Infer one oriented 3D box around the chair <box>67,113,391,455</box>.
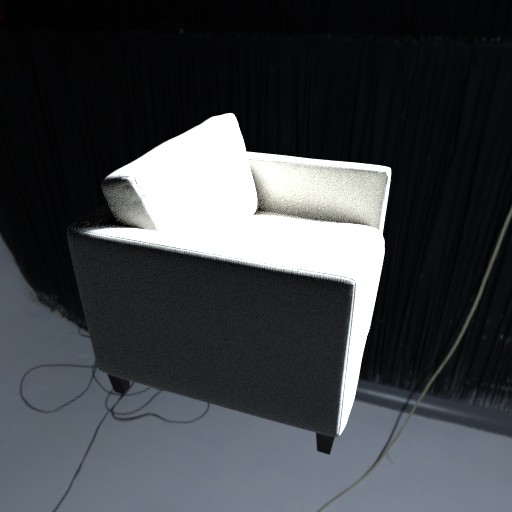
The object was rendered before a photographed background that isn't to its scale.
[{"bbox_3d":[0.000,0.000,1.764,0.959,0.919,0.996,10,31,17],"label":"chair"}]
